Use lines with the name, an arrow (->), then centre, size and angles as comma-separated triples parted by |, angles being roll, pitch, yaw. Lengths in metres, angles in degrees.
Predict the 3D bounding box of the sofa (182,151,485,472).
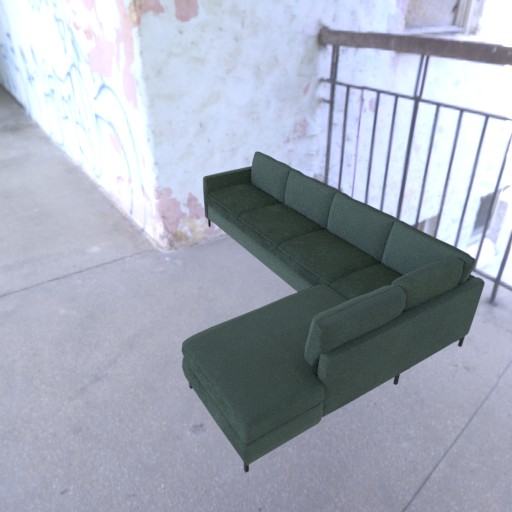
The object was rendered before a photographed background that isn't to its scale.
sofa -> 0.000, 0.000, 3.203 | 1.707, 0.687, 2.486 | -18, 36, -27
